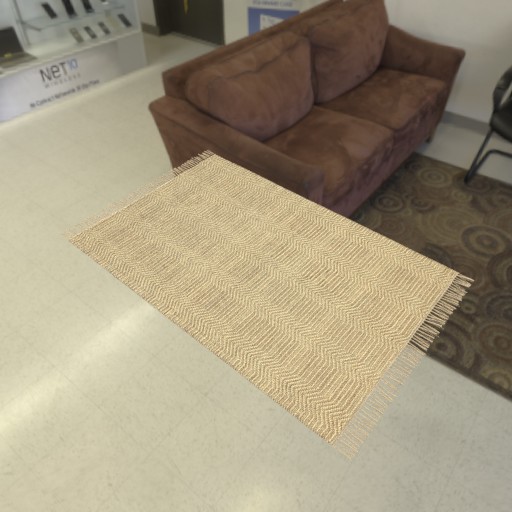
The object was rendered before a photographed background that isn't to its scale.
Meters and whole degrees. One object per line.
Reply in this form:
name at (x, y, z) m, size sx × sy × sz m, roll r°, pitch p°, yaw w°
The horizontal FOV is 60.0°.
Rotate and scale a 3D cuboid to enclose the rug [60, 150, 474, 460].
rug at (0.000, 0.000, 3.095) m, size 2.523 × 0.034 × 1.528 m, roll 31°, pitch 52°, yaw 28°
